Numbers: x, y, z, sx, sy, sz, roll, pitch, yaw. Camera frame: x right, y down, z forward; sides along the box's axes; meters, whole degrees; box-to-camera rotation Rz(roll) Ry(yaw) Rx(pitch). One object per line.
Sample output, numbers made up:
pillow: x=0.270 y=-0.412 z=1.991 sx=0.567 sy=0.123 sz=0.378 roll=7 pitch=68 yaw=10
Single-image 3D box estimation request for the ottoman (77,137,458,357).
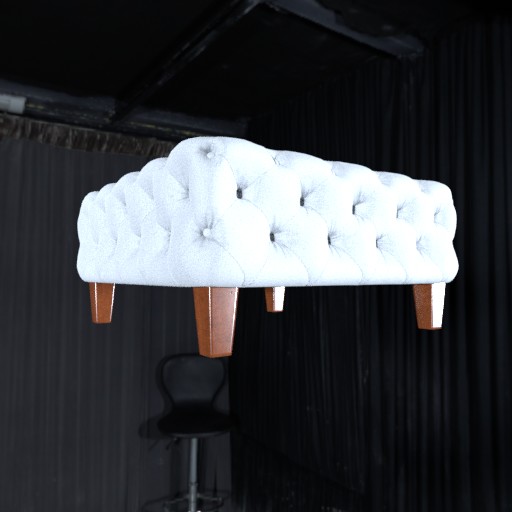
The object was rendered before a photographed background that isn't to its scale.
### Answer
ottoman: x=0.000 y=0.000 z=1.176 sx=0.758 sy=0.365 sz=0.764 roll=2 pitch=-3 yaw=-36
